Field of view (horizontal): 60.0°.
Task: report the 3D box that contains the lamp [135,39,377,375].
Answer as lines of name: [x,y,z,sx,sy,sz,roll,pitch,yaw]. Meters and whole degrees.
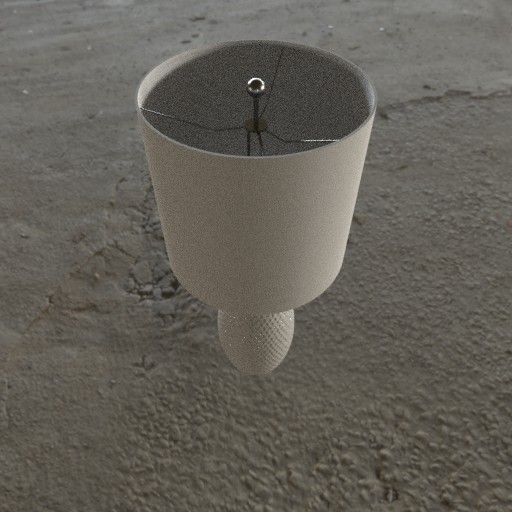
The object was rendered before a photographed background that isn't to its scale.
lamp: [0.000,0.000,0.565,0.214,0.466,0.214,-10,49,-9]
